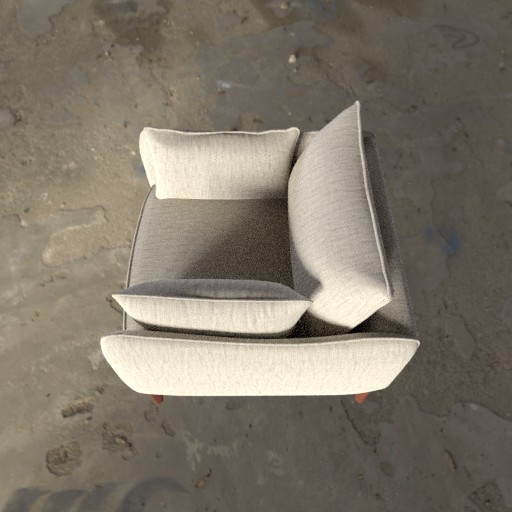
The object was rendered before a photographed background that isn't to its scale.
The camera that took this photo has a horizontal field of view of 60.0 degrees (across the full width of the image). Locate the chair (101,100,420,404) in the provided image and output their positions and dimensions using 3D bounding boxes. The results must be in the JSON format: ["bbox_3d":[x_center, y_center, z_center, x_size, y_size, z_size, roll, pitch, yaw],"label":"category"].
[{"bbox_3d":[0.000,0.000,1.730,0.991,0.855,0.994,0,57,0],"label":"chair"}]
